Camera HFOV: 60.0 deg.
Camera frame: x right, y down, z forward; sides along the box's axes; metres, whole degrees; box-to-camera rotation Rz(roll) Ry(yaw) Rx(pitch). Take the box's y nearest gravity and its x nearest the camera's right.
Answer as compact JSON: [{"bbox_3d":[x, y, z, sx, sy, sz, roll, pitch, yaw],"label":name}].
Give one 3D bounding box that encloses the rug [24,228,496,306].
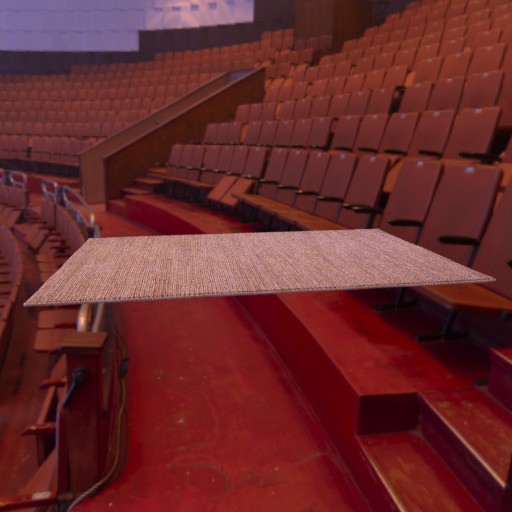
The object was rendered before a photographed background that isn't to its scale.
[{"bbox_3d":[0.000,0.000,2.974,2.438,0.034,1.521,-2,14,-9],"label":"rug"}]
